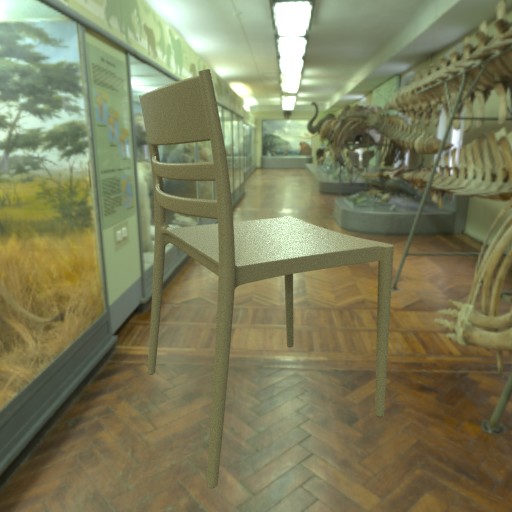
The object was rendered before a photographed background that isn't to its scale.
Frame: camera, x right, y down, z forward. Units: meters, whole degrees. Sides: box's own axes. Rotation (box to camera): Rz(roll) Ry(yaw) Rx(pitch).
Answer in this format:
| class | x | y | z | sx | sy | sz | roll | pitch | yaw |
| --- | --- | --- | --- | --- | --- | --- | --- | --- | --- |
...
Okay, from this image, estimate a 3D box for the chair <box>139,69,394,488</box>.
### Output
| class | x | y | z | sx | sy | sz | roll | pitch | yaw |
| --- | --- | --- | --- | --- | --- | --- | --- | --- | --- |
| chair | 0.000 | 0.000 | 1.129 | 0.511 | 0.800 | 0.531 | -7 | 16 | -26 |
